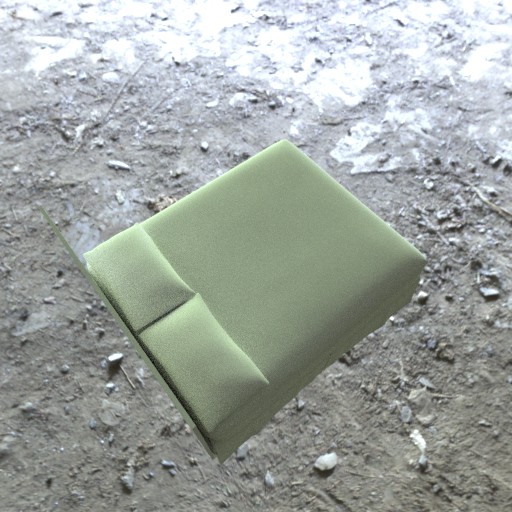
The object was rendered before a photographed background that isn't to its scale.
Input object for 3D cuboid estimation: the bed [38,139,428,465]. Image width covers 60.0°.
[{"bbox_3d":[0.000,0.000,3.232,2.094,1.335,1.745,-35,65,-19],"label":"bed"}]
